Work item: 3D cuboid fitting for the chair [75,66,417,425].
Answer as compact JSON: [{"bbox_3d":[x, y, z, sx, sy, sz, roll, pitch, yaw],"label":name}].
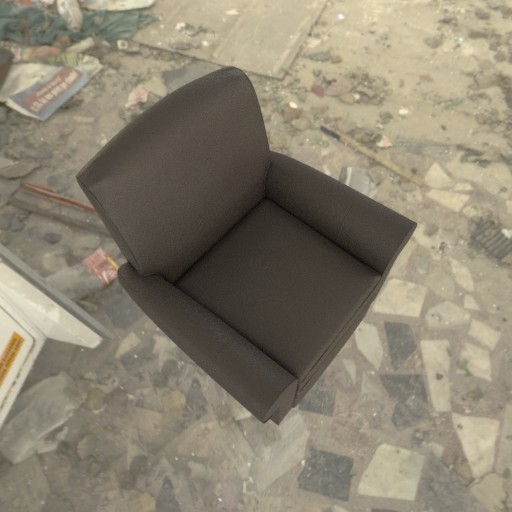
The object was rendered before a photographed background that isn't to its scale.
[{"bbox_3d":[0.000,0.000,1.777,0.902,1.061,0.978,35,64,20],"label":"chair"}]
